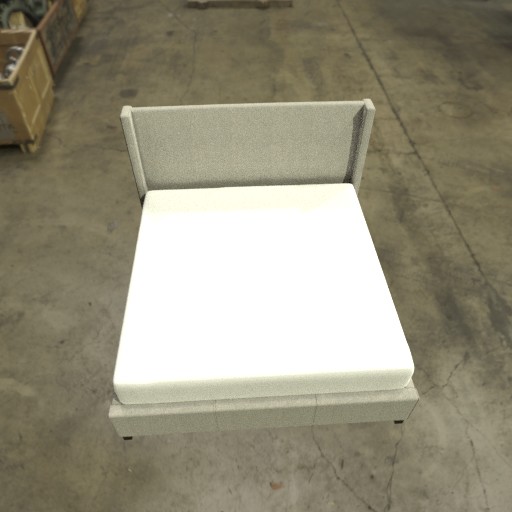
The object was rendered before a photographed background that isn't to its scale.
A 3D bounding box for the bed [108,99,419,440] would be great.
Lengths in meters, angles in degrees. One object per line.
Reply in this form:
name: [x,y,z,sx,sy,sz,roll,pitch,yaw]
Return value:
bed: [0.000,0.000,3.563,2.140,1.470,2.280,-3,47,-2]
